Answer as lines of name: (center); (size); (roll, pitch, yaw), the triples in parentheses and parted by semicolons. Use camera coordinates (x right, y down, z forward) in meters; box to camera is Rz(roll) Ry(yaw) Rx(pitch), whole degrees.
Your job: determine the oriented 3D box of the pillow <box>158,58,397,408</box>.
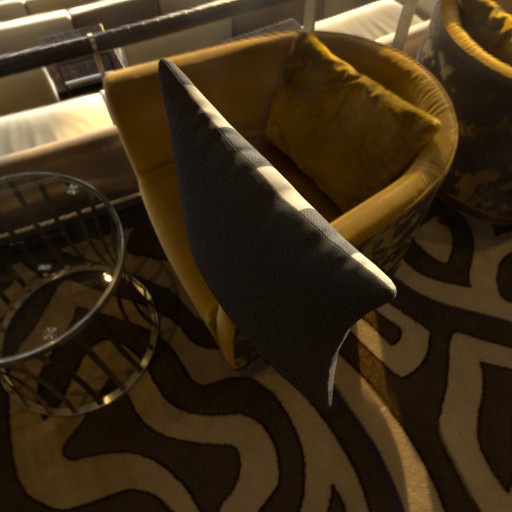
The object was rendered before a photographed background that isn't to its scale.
pillow: (0.000, 0.000, 0.796); (0.161, 0.509, 0.511); (-31, 63, -18)
